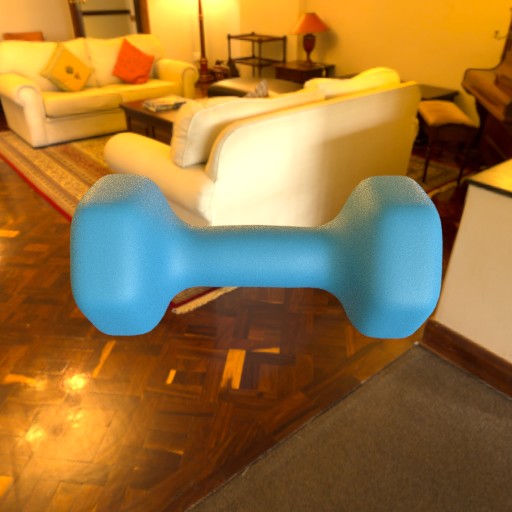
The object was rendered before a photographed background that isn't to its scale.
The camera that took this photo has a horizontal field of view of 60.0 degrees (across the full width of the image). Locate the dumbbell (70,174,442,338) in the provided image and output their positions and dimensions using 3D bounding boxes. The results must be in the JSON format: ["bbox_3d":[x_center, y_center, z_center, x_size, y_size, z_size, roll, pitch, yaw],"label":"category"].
[{"bbox_3d":[0.000,0.000,0.198,0.152,0.066,0.074,1,31,1],"label":"dumbbell"}]
